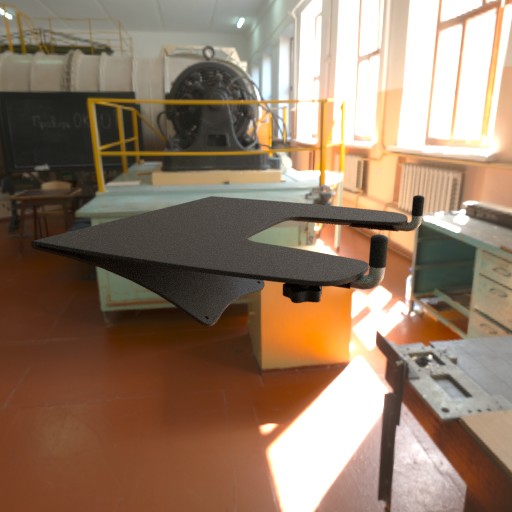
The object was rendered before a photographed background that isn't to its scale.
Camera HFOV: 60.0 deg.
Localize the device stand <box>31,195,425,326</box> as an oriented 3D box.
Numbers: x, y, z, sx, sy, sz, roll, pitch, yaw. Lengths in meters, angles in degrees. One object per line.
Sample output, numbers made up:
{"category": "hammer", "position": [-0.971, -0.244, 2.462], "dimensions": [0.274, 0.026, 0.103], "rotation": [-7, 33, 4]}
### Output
{"category": "device stand", "position": [0.000, 0.000, 0.357], "dimensions": [0.230, 0.092, 0.230], "rotation": [8, 18, 25]}
